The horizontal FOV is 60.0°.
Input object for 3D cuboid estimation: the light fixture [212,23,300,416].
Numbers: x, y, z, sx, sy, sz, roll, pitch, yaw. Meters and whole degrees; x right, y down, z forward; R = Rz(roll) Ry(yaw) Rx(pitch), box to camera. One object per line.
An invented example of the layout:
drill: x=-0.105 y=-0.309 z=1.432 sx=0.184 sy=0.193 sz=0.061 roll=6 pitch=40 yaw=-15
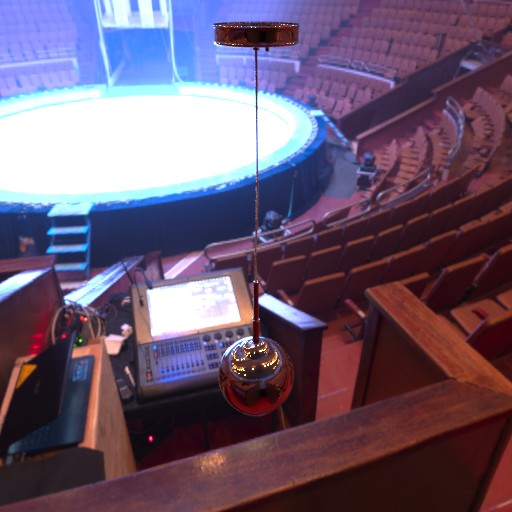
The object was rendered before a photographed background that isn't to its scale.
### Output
light fixture: x=0.000 y=0.000 z=1.657 sx=0.336 sy=1.538 sz=0.336 roll=-11 pitch=32 yaw=-17
